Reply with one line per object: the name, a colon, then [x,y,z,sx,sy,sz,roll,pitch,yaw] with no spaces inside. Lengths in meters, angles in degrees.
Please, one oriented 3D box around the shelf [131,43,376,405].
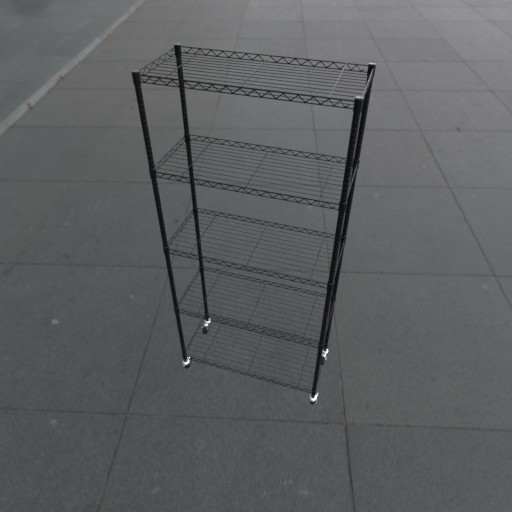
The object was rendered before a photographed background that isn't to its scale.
shelf: [0.000,0.000,2.000,0.762,1.645,0.356,12,42,13]
